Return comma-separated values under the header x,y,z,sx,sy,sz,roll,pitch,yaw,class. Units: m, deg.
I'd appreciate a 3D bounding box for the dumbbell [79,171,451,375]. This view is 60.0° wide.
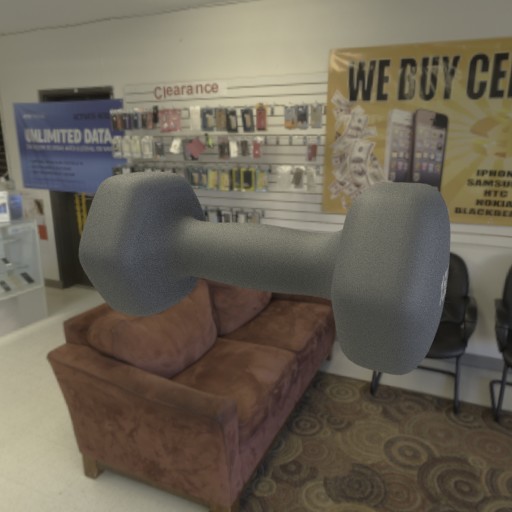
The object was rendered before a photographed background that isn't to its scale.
x,y,z,sx,sy,sz,roll,pitch,yaw,class
0.000,0.000,0.301,0.240,0.105,0.116,8,17,26,dumbbell
